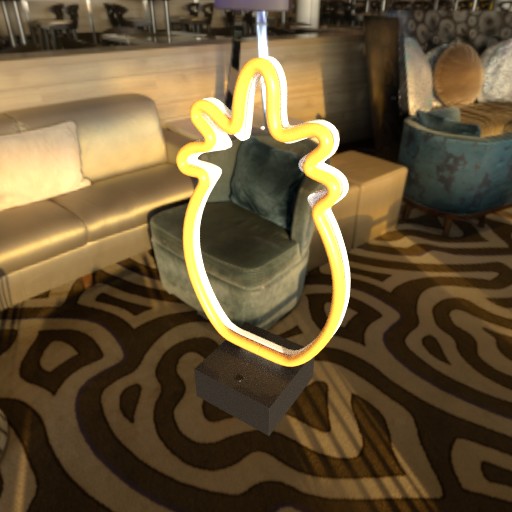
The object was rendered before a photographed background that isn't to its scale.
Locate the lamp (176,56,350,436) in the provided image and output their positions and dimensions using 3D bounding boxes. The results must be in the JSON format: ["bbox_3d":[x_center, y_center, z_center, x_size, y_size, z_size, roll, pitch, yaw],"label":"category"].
[{"bbox_3d":[0.000,0.000,0.385,0.167,0.317,0.088,18,35,28],"label":"lamp"}]
